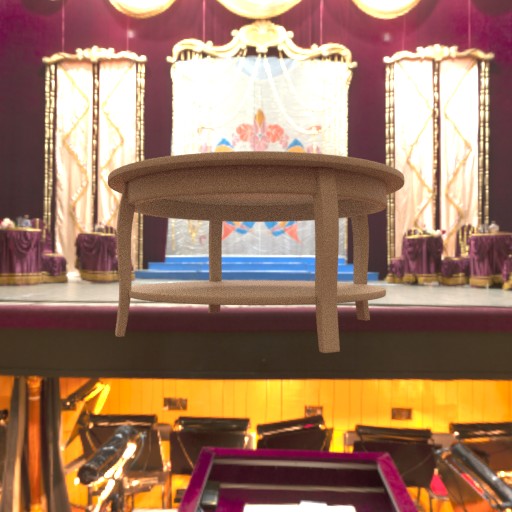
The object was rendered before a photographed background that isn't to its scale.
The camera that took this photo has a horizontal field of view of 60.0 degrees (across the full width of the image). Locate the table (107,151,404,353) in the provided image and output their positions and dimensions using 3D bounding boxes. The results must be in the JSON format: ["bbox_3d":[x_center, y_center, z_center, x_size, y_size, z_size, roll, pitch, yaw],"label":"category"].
[{"bbox_3d":[0.000,0.000,1.432,0.910,0.457,0.910,0,0,0],"label":"table"}]
